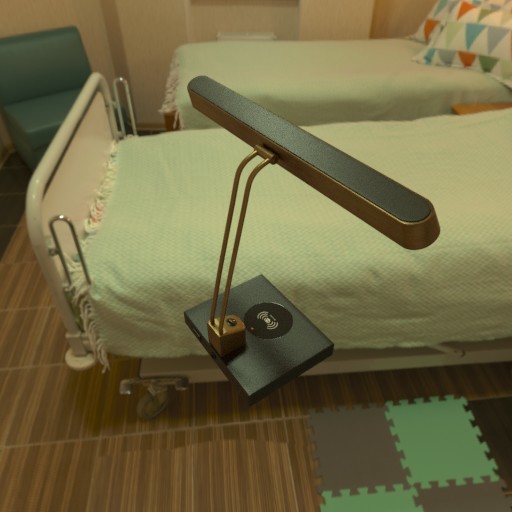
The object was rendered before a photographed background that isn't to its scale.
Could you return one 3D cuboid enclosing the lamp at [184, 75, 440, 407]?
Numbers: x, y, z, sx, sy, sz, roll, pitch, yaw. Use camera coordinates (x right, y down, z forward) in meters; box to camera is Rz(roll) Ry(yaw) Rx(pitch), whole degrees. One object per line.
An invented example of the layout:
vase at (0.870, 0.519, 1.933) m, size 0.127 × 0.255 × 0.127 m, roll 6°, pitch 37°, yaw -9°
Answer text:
lamp at (0.000, 0.000, 0.585) m, size 0.156 × 0.345 × 0.412 m, roll -25°, pitch 47°, yaw -26°
